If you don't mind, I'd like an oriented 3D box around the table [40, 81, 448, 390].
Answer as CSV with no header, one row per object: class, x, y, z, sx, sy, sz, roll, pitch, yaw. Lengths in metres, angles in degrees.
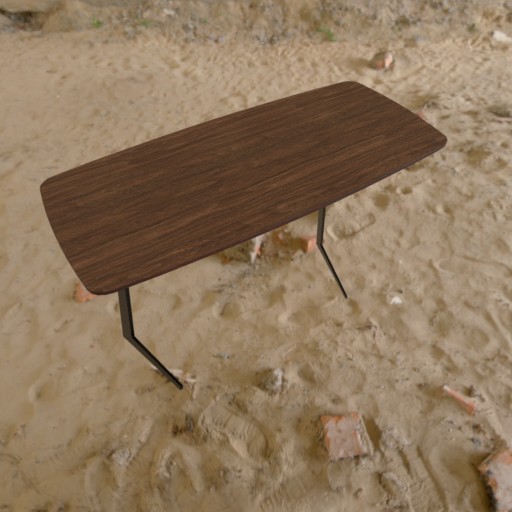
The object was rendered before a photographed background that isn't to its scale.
table,0.000,0.000,1.105,0.804,0.576,0.361,-25,52,-21
